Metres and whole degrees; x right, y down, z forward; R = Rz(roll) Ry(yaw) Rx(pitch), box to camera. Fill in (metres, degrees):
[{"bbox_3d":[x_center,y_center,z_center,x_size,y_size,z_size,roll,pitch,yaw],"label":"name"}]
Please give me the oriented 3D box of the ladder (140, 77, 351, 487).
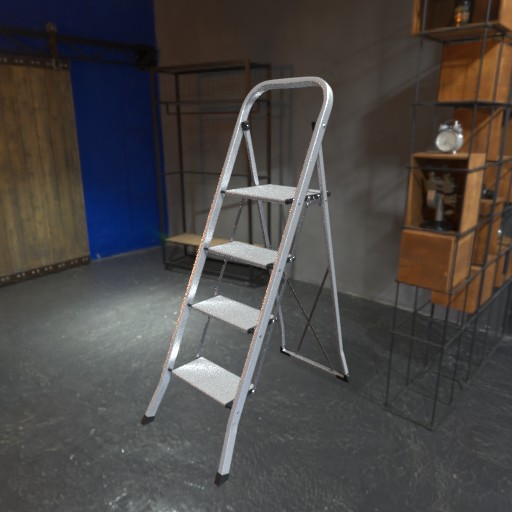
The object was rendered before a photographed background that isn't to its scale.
[{"bbox_3d":[0.000,0.000,1.693,0.465,1.290,0.830,15,22,42],"label":"ladder"}]
